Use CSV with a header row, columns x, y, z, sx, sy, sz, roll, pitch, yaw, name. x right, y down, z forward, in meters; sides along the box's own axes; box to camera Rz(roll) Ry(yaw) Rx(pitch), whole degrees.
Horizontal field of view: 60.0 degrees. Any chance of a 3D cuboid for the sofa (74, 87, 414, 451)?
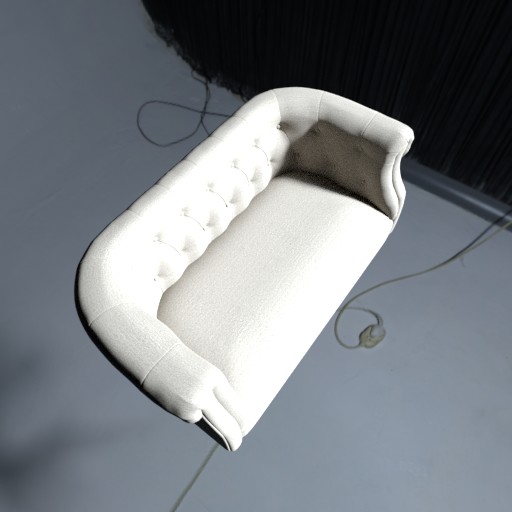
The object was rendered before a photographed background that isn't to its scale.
x,y,z,sx,sy,sz,roll,pitch,yaw,name
0.000,0.000,2.044,0.835,0.827,1.558,33,64,18,sofa
